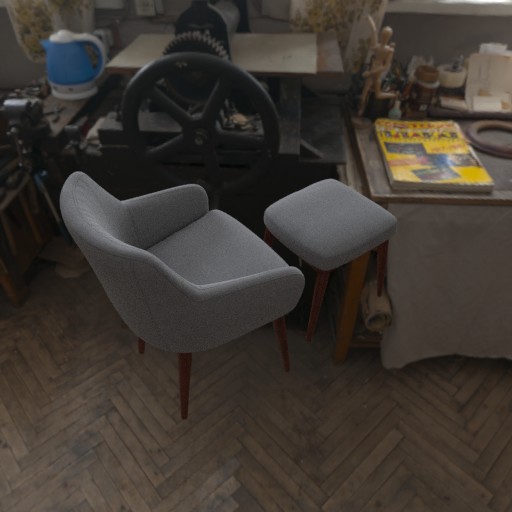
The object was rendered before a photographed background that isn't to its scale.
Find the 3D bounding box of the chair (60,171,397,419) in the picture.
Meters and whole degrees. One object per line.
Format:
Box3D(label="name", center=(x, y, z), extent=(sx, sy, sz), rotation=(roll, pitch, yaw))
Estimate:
Box3D(label="chair", center=(0.000, 0.000, 1.550), extent=(1.107, 0.799, 0.584), rotation=(-26, 48, -26))
